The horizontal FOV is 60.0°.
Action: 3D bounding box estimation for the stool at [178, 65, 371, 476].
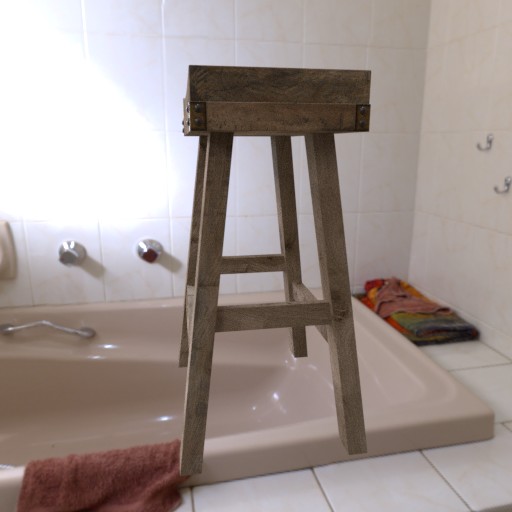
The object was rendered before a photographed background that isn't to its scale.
[{"bbox_3d":[0.000,0.000,0.886,0.330,0.635,0.450,-2,14,-10],"label":"stool"}]
